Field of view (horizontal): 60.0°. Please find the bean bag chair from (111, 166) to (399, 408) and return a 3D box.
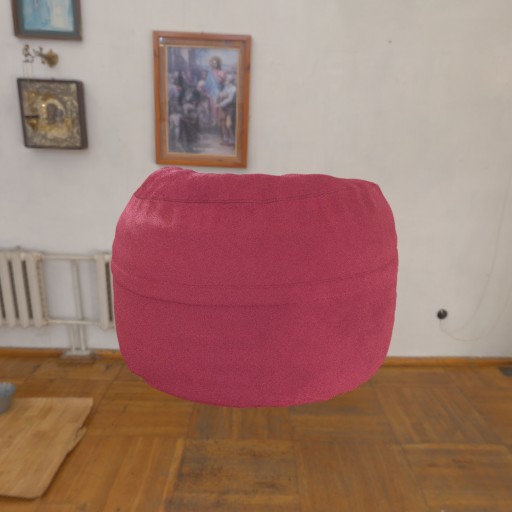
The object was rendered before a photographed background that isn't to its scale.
[{"bbox_3d":[0.000,0.000,1.960,1.218,0.788,1.218,0,14,0],"label":"bean bag chair"}]
